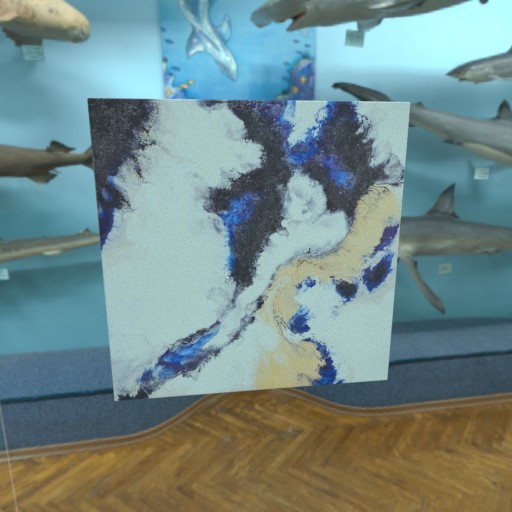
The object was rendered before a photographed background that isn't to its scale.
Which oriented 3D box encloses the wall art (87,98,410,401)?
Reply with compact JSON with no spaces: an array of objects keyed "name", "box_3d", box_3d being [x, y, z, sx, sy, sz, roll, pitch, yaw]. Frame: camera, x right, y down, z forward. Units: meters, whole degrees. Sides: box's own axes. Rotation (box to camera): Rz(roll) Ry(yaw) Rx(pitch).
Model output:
[{"name":"wall art","box_3d":[0.000,0.000,1.333,0.887,0.885,0.038,-2,15,-8]}]
